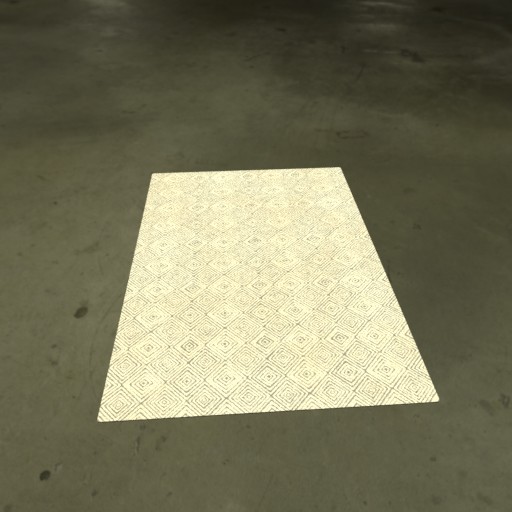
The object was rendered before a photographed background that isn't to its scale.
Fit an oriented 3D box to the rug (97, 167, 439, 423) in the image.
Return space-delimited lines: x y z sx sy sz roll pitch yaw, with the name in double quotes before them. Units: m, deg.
"rug" 0.000 0.000 2.903 1.593 0.008 2.238 -2 40 -3
